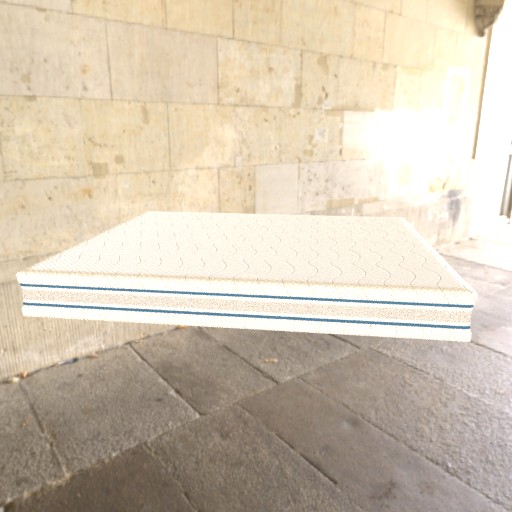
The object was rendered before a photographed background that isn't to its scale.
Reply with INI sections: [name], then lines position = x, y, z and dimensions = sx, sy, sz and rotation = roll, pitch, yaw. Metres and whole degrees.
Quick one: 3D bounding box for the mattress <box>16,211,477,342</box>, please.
[mattress]
position = 0.000, 0.000, 2.681
dimensions = 2.000, 0.230, 1.600
rotation = 2, 16, 7
